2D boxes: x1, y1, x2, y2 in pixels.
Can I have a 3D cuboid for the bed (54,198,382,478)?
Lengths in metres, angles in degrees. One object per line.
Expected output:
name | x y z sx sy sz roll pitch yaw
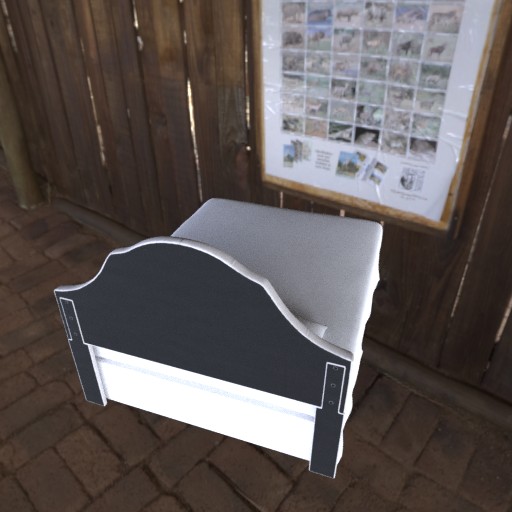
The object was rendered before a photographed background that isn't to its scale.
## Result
bed | 0.000 0.000 3.764 2.039 1.617 2.477 10 33 16
